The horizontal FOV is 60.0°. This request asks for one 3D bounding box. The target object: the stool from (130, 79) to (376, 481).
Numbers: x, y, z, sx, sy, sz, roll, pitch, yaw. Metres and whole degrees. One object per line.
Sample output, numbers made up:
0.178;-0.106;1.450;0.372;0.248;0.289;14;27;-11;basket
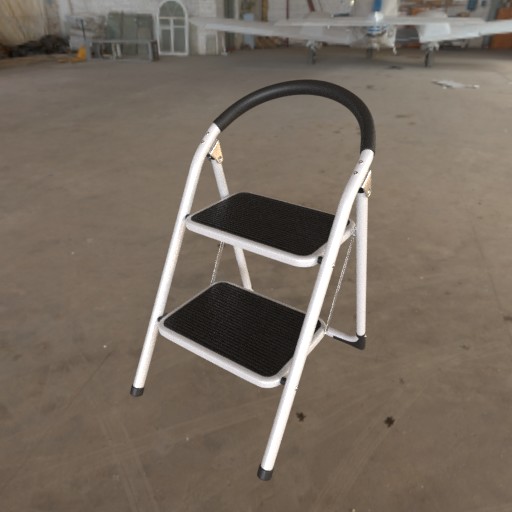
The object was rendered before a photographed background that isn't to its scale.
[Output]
0.000;0.000;1.095;0.453;0.760;0.559;19;35;30;stool
